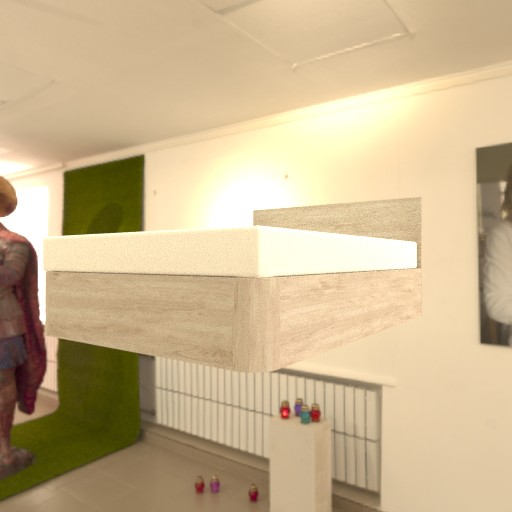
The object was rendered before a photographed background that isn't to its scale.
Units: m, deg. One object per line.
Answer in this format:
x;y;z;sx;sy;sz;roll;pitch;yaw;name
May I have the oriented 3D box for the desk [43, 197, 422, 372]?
0.000;0.000;2.631;1.400;0.800;1.900;0;0;36;desk
